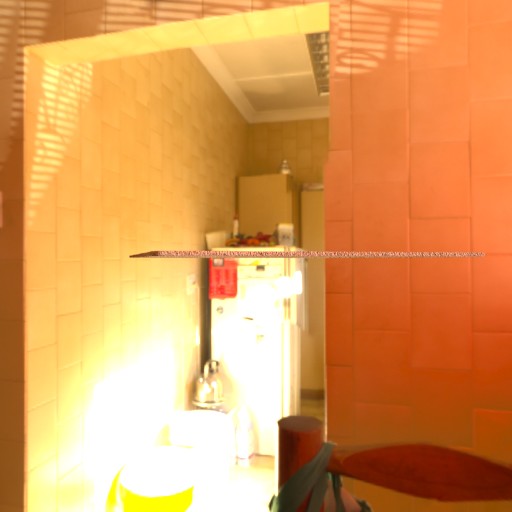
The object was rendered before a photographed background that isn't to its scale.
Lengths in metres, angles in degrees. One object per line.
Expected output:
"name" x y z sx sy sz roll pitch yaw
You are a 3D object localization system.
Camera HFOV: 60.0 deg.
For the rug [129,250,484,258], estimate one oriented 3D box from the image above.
"rug" 0.000 0.000 3.440 1.801 0.024 2.700 0 0 -18
